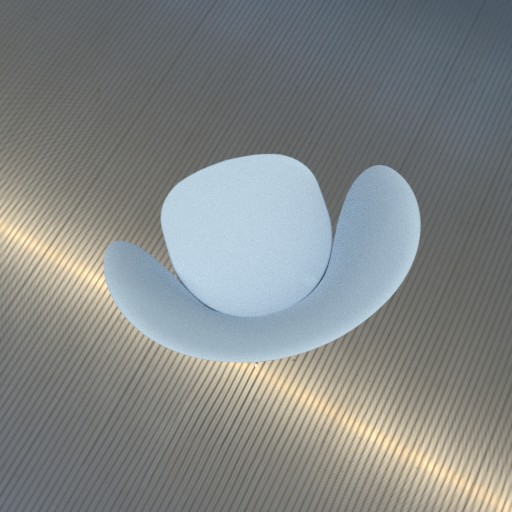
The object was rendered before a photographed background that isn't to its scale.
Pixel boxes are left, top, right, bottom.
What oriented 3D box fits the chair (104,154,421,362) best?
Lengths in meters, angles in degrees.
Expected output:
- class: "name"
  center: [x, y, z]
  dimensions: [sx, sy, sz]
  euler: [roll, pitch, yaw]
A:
- class: "chair"
  center: [0.000, 0.000, 0.864]
  dimensions: [0.451, 0.554, 0.402]
  euler: [-17, 77, -4]
